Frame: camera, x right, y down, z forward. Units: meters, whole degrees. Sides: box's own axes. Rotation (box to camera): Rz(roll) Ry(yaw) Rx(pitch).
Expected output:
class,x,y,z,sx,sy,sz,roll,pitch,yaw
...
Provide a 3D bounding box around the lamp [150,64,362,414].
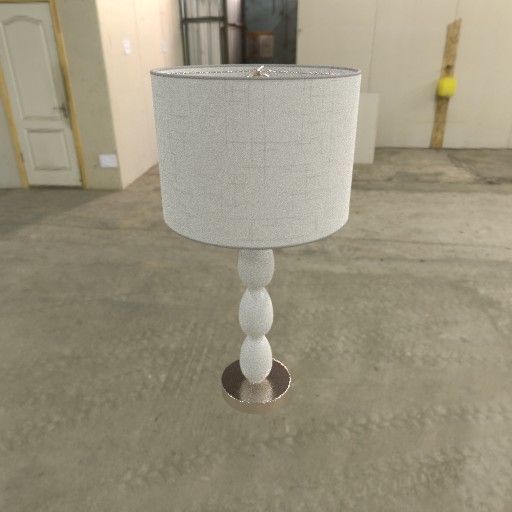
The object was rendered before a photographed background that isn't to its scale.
class,x,y,z,sx,sy,sz,roll,pitch,yaw
lamp,0.000,0.000,0.719,0.280,0.559,0.282,17,31,31
